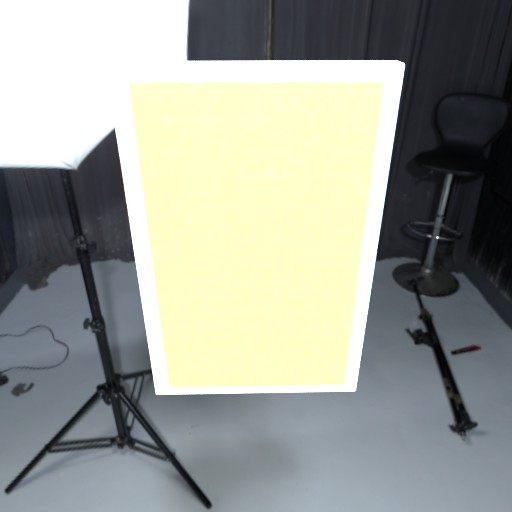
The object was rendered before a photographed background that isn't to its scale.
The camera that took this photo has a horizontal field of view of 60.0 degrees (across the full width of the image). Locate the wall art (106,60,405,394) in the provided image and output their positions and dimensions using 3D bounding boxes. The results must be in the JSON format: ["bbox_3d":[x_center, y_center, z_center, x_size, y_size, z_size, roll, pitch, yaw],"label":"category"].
[{"bbox_3d":[0.000,0.000,0.756,0.401,0.610,0.038,-1,29,-1],"label":"wall art"}]
